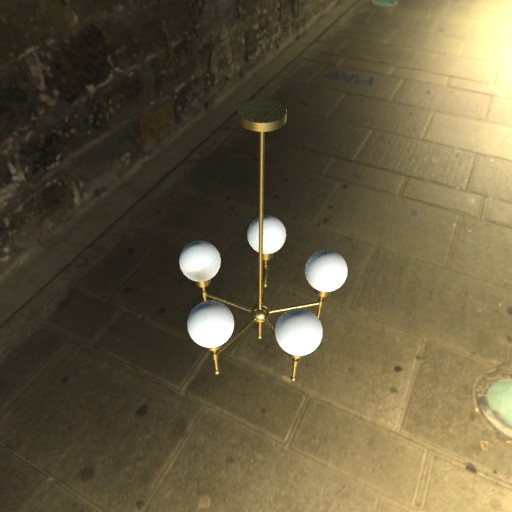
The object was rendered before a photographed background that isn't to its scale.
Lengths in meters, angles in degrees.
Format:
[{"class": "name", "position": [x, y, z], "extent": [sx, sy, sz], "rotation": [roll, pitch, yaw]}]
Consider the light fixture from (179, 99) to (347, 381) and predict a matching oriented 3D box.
[{"class": "light fixture", "position": [0.000, 0.000, 1.922], "extent": [0.815, 1.331, 0.785], "rotation": [33, 54, 28]}]
